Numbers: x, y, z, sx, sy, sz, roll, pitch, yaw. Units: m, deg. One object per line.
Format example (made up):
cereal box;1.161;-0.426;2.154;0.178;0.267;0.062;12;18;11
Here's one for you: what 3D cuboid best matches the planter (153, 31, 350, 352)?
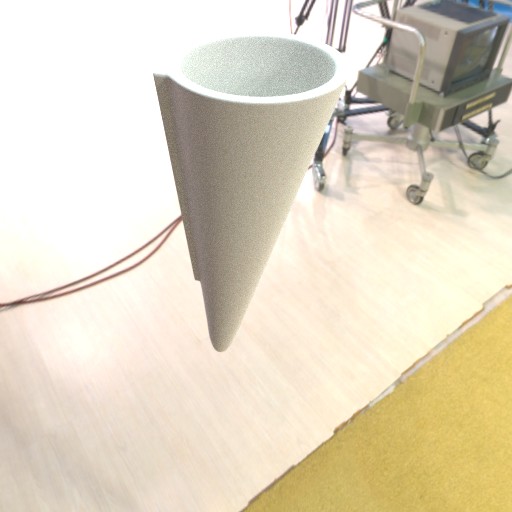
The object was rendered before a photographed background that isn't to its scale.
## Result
planter;0.000;0.000;0.222;0.064;0.193;0.057;11;47;10
